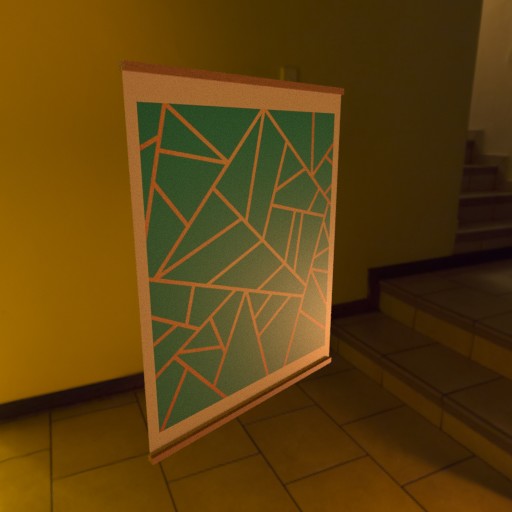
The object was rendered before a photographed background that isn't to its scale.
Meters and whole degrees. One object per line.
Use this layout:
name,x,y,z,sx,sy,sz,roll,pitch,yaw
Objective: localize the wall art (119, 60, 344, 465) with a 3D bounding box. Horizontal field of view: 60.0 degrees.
wall art,0.000,0.000,0.677,0.405,0.508,0.012,-14,21,-43
